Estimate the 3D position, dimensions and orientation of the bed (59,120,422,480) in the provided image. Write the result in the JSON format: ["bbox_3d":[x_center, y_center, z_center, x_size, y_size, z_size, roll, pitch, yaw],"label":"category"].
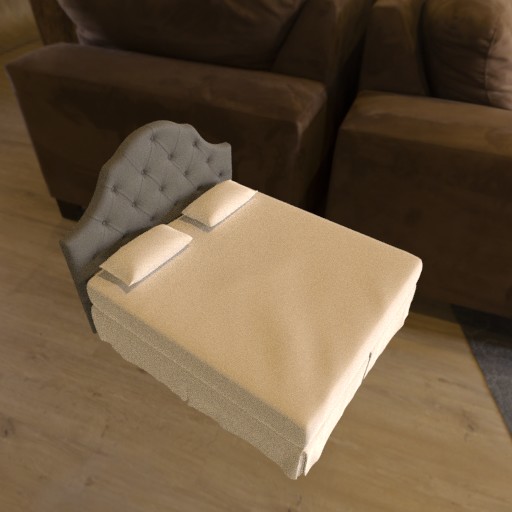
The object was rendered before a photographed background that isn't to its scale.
[{"bbox_3d":[0.000,0.000,3.555,2.214,1.615,2.008,26,48,27],"label":"bed"}]
